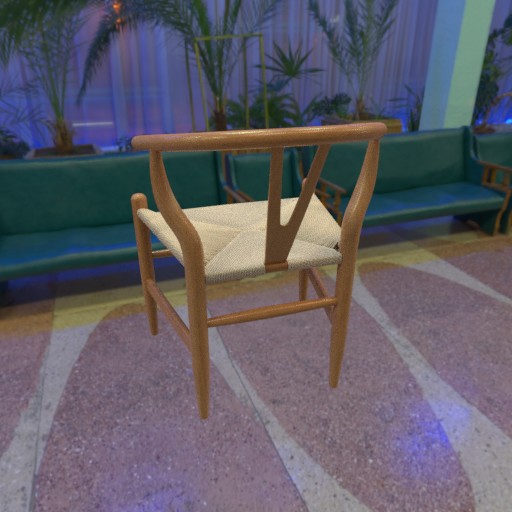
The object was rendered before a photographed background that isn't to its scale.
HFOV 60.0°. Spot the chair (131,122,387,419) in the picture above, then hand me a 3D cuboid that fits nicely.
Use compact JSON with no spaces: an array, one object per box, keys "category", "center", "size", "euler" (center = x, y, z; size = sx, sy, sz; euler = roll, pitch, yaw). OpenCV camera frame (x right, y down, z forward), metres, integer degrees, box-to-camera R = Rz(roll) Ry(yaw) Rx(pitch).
[{"category":"chair","center":[0.000,0.000,1.141],"size":[0.569,0.730,0.579],"euler":[-8,27,-16]}]
